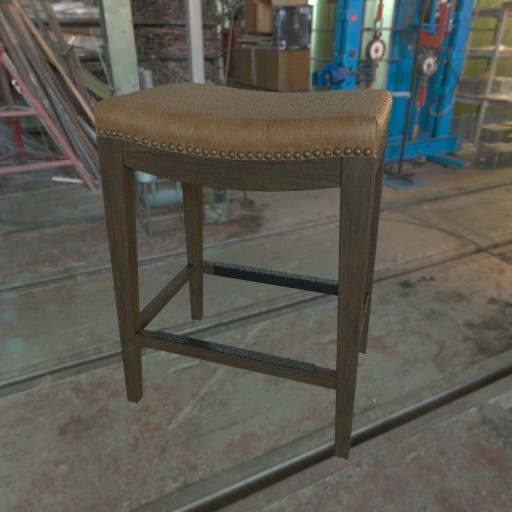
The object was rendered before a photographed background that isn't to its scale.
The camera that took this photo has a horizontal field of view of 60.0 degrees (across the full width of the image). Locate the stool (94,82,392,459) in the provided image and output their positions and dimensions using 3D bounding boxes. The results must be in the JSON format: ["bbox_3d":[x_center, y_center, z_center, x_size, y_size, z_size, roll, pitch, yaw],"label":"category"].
[{"bbox_3d":[0.000,0.000,0.948,0.500,0.660,0.361,8,28,16],"label":"stool"}]
